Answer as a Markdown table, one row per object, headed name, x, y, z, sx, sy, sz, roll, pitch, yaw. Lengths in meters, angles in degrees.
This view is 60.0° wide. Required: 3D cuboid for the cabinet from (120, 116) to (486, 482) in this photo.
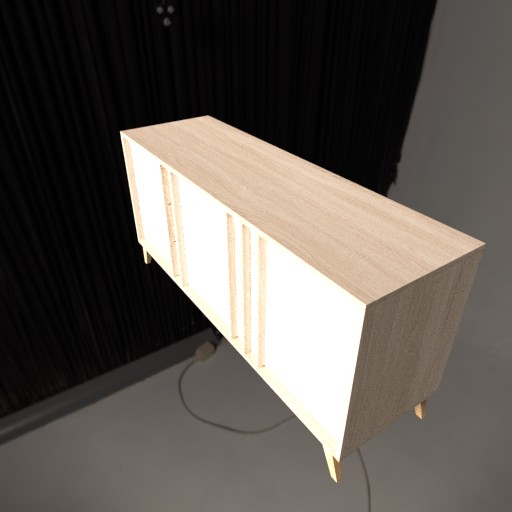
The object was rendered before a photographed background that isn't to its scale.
| name | x | y | z | sx | sy | sz | roll | pitch | yaw |
| --- | --- | --- | --- | --- | --- | --- | --- | --- | --- |
| cabinet | 0.000 | 0.000 | 1.960 | 0.500 | 0.780 | 1.649 | -21 | 38 | -29 |
